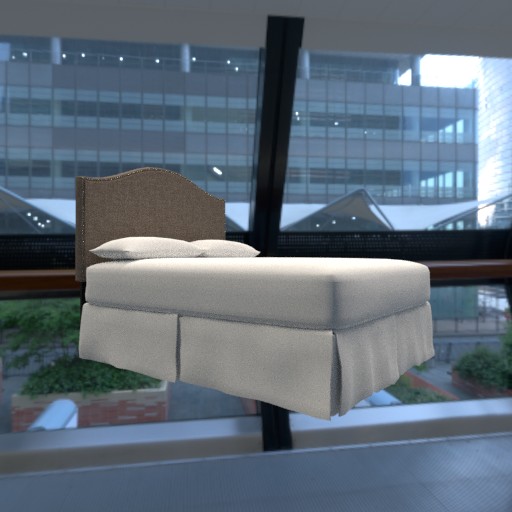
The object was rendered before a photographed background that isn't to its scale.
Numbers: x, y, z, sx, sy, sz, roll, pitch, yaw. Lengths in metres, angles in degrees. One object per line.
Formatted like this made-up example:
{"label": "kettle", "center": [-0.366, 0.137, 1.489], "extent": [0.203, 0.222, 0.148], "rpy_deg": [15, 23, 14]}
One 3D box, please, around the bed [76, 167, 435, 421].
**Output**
{"label": "bed", "center": [0.000, 0.000, 3.257], "extent": [2.153, 1.518, 1.713], "rpy_deg": [0, 0, 36]}
